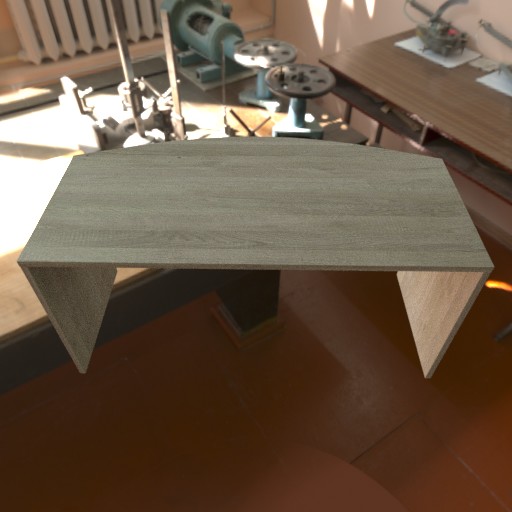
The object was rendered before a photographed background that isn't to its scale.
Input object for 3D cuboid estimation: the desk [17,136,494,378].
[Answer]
[{"bbox_3d":[0.000,0.000,2.031,1.600,0.752,0.802,1,46,1],"label":"desk"}]
